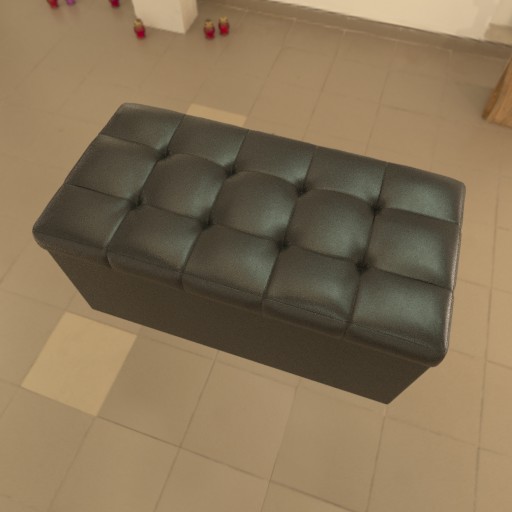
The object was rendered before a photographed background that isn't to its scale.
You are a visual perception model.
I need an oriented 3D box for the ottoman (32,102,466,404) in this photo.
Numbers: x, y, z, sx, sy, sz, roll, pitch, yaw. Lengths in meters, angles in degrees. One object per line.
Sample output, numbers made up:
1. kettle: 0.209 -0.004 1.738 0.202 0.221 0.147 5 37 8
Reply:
1. ottoman: 0.000 0.000 1.102 0.838 0.470 0.432 16 60 9
